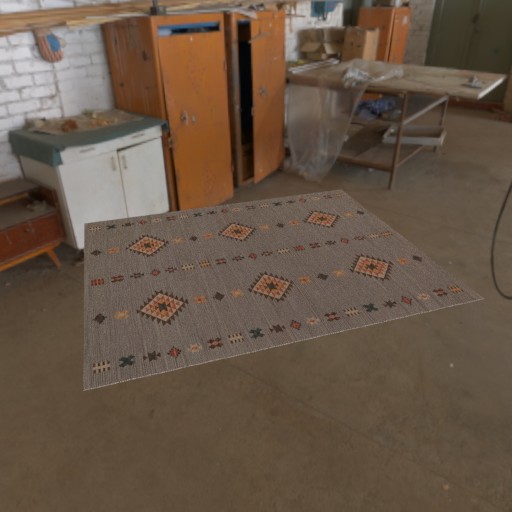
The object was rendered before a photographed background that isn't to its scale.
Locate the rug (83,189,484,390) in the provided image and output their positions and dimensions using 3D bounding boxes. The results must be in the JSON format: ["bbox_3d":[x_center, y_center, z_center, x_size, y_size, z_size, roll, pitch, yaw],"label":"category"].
[{"bbox_3d":[0.000,0.000,4.123,3.035,0.008,2.425,-10,32,-16],"label":"rug"}]
